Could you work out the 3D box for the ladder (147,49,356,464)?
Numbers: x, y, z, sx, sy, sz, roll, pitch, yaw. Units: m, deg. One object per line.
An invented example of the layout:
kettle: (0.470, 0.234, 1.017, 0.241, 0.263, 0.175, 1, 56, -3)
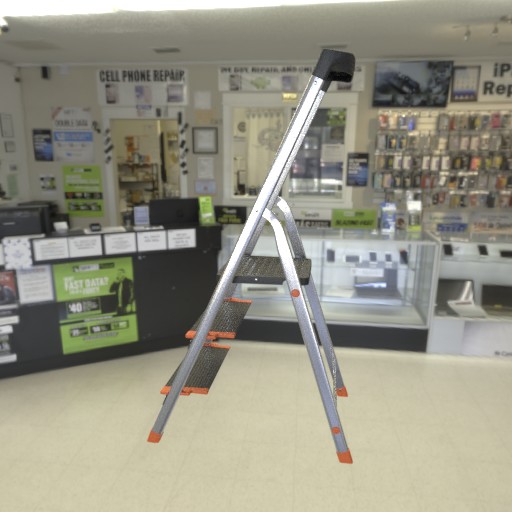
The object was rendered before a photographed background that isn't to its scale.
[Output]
ladder: (0.000, 0.000, 1.502, 0.686, 1.229, 0.416, 2, 14, 9)
